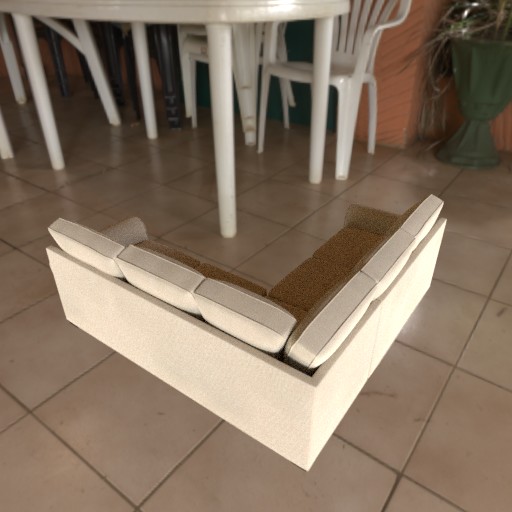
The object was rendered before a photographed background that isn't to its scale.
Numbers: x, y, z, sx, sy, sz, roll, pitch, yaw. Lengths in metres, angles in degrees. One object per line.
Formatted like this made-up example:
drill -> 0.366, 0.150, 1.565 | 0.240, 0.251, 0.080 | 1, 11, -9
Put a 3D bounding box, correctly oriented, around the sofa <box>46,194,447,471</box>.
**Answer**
sofa -> 0.000, 0.000, 3.949 | 2.569, 1.054, 2.487 | 21, 37, 30
